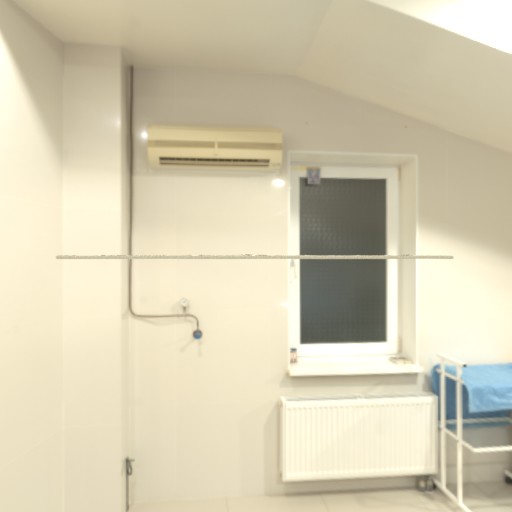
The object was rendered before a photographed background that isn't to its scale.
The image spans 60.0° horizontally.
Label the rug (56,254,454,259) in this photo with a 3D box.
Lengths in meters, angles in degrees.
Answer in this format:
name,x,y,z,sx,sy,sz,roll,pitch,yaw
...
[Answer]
name,x,y,z,sx,sy,sz,roll,pitch,yaw
rug,0.000,0.000,4.351,2.444,0.036,3.369,0,0,0
